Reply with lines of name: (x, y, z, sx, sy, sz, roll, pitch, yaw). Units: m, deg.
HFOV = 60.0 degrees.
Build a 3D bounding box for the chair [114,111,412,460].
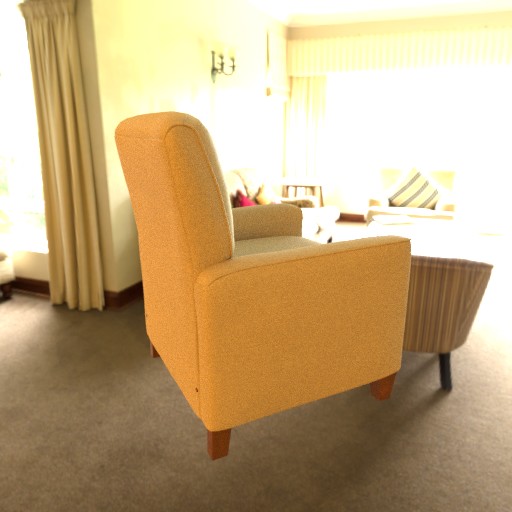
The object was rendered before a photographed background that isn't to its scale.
chair: (0.000, 0.000, 1.678, 0.858, 1.023, 0.841, -8, 18, -26)
